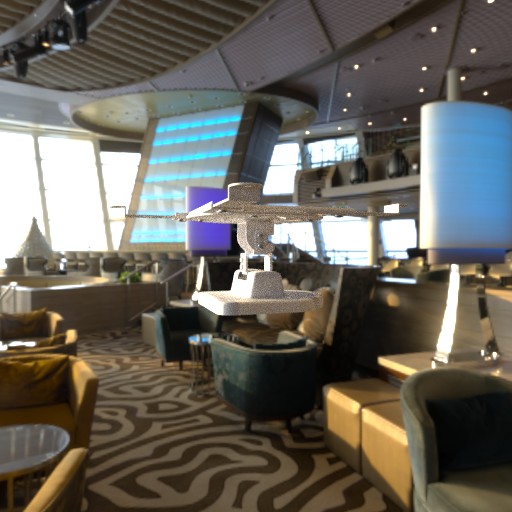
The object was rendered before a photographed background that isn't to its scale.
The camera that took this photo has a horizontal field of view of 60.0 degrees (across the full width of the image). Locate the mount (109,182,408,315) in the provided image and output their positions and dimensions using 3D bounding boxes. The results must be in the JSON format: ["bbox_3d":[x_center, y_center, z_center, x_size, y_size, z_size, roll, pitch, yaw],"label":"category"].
[{"bbox_3d":[0.000,0.000,0.624,0.394,0.141,0.394,0,1,-18],"label":"mount"}]
